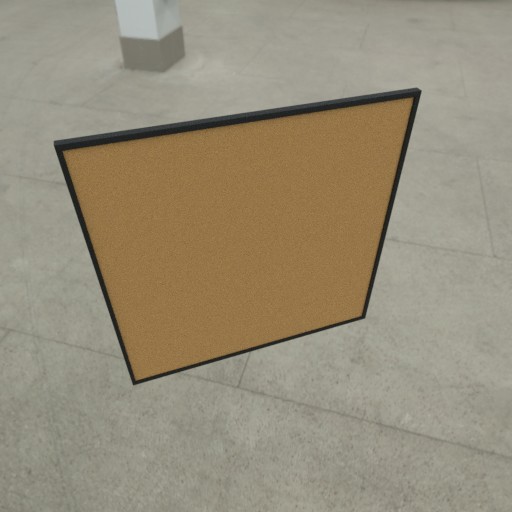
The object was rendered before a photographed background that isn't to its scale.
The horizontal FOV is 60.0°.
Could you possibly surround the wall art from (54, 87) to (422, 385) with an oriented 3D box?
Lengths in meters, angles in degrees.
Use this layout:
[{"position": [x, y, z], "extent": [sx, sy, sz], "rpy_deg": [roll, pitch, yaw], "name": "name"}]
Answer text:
[{"position": [0.000, 0.000, 0.682], "extent": [0.458, 0.457, 0.013], "rpy_deg": [-13, 43, -14], "name": "wall art"}]
